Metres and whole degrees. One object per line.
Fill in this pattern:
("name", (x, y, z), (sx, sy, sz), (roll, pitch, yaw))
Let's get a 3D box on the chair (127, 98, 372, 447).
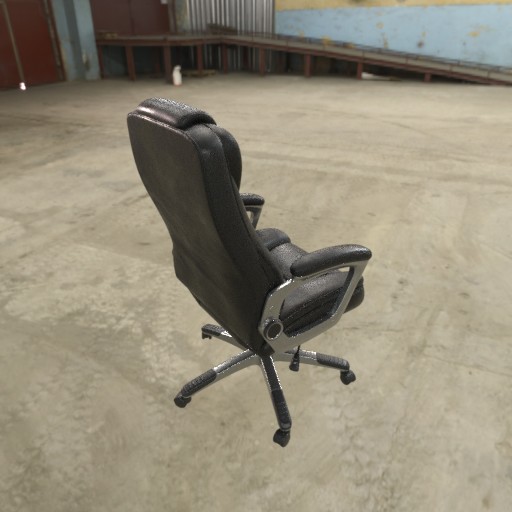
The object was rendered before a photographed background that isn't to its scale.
("chair", (0.000, 0.000, 1.543), (0.689, 1.075, 0.697), (-18, 32, -30))
